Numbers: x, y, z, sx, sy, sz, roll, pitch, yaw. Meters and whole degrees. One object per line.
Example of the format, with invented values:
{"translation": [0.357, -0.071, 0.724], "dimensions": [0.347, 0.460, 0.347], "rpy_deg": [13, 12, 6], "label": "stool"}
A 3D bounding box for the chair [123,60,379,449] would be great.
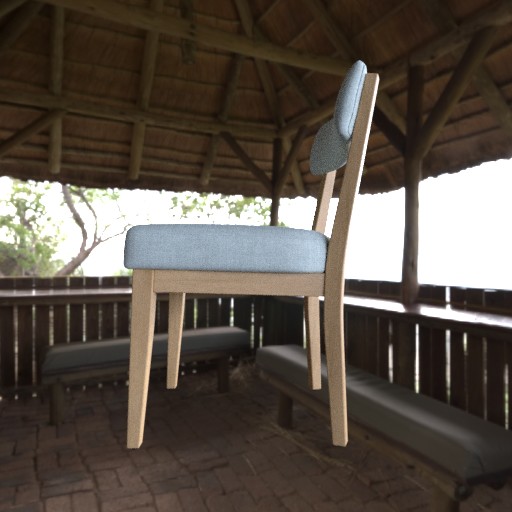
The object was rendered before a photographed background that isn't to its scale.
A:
{"translation": [0.000, 0.000, 1.171], "dimensions": [0.572, 0.832, 0.508], "rpy_deg": [0, 0, 0], "label": "chair"}
